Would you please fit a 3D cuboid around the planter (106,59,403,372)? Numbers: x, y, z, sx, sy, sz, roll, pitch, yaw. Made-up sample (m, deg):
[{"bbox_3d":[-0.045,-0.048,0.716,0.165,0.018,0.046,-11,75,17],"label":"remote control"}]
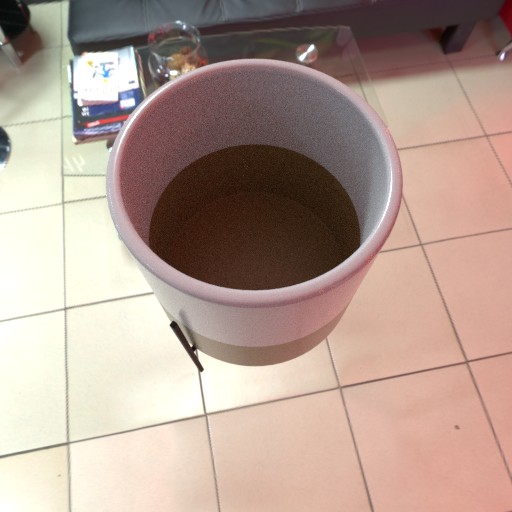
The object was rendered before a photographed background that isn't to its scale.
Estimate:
[{"bbox_3d":[0.000,0.000,0.641,0.310,0.432,0.310,20,67,9],"label":"planter"}]
